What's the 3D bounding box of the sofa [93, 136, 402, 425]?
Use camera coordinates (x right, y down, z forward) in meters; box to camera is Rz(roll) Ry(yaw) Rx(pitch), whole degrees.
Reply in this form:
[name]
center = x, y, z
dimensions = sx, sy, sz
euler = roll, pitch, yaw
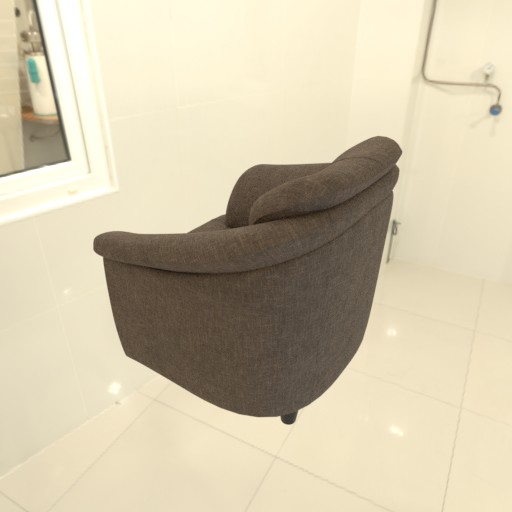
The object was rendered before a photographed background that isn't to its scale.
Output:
[sofa]
center = 0.000, 0.000, 1.501
dimensions = 0.794, 0.811, 0.870
euler = 19, 35, 30
